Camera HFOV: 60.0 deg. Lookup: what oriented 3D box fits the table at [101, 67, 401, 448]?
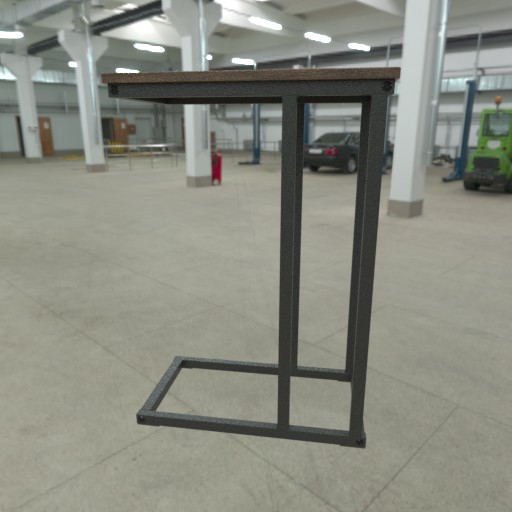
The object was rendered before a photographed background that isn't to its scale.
[{"bbox_3d":[0.000,0.000,0.855,0.450,0.637,0.254,3,16,9],"label":"table"}]
